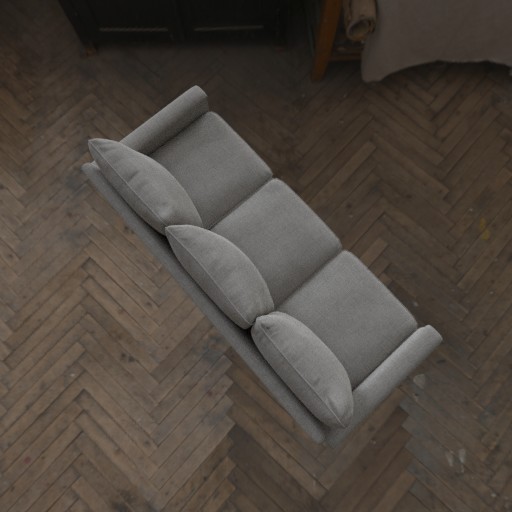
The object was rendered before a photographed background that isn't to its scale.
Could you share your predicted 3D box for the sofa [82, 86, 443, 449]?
[{"bbox_3d":[0.000,0.000,2.431,0.828,0.959,1.925,-41,80,-9],"label":"sofa"}]
